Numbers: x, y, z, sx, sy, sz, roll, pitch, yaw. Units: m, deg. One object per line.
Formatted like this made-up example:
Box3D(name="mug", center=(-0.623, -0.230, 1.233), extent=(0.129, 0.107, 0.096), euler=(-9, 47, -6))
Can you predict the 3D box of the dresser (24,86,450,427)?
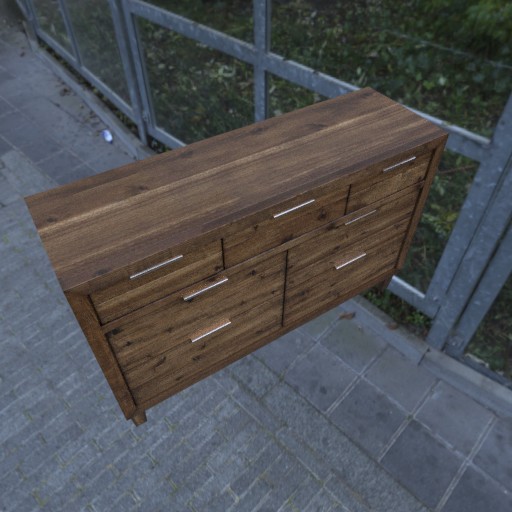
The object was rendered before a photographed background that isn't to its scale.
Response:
Box3D(name="dresser", center=(0.000, 0.000, 1.790), extent=(1.387, 0.892, 0.438), euler=(-24, 51, -22))
